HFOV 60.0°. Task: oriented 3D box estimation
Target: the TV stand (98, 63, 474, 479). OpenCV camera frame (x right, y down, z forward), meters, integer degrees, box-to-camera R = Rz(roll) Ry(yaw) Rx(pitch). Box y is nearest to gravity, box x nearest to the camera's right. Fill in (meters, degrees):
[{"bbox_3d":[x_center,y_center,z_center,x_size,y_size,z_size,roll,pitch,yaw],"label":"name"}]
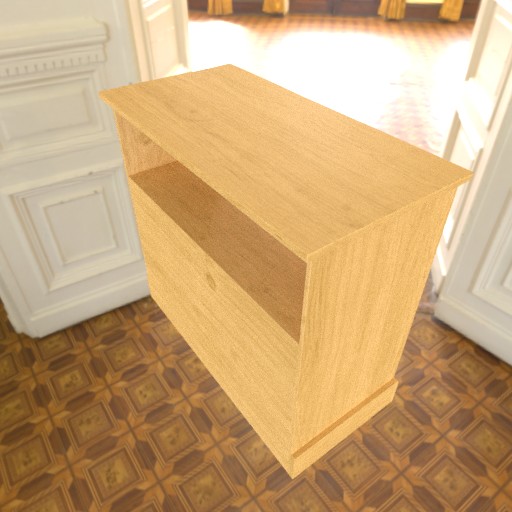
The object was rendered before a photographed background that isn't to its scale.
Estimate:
[{"bbox_3d":[0.000,0.000,1.276,0.430,0.787,0.851,-25,46,-27],"label":"TV stand"}]
